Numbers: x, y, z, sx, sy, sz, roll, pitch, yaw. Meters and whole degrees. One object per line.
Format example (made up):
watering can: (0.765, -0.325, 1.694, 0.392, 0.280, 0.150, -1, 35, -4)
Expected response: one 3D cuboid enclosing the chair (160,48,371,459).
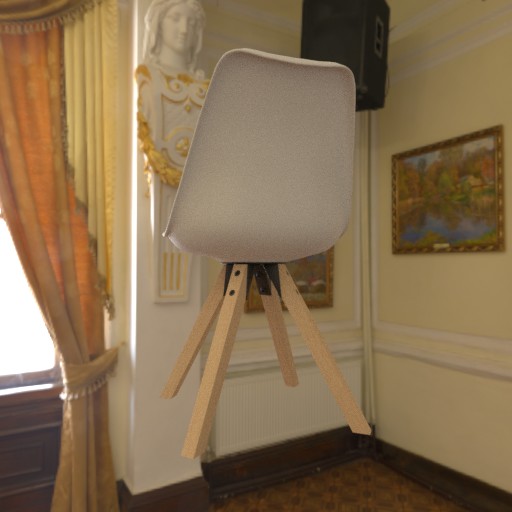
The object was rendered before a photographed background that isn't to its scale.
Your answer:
chair: (0.000, 0.000, 1.183, 0.485, 0.850, 0.550, 0, -1, -18)
